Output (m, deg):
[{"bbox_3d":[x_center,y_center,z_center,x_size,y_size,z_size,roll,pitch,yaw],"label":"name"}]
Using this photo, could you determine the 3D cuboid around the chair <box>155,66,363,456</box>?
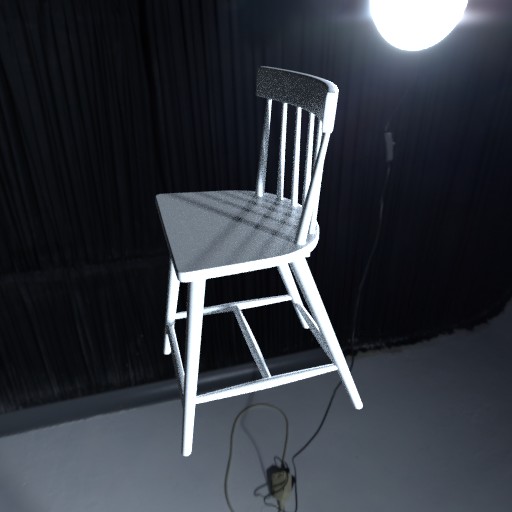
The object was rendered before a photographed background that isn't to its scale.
[{"bbox_3d":[0.000,0.000,1.269,0.572,0.952,0.483,-8,30,-15],"label":"chair"}]
